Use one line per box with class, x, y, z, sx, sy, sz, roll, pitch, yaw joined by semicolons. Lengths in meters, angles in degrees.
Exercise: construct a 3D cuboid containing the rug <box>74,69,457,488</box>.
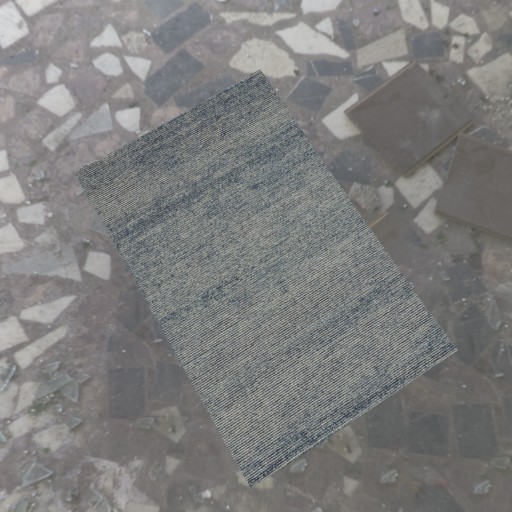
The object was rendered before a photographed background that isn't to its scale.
rug;0.000;0.000;2.189;1.145;0.021;1.777;-31;79;-7
